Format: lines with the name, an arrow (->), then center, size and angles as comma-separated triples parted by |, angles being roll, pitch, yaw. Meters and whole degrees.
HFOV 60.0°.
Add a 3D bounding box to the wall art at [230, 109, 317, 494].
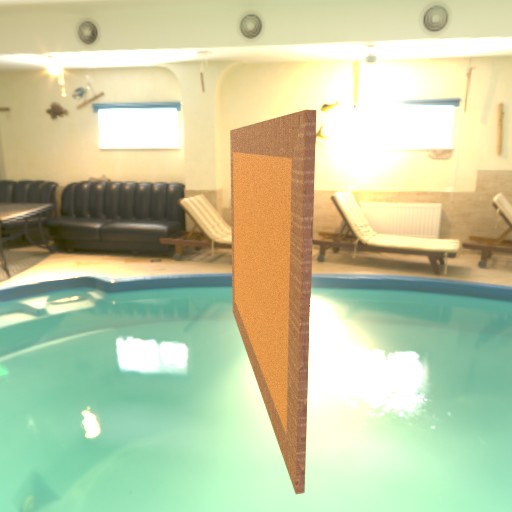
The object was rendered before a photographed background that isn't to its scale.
wall art -> 0.000, 0.000, 1.333 | 0.020, 0.761, 1.056 | -2, 14, -10
